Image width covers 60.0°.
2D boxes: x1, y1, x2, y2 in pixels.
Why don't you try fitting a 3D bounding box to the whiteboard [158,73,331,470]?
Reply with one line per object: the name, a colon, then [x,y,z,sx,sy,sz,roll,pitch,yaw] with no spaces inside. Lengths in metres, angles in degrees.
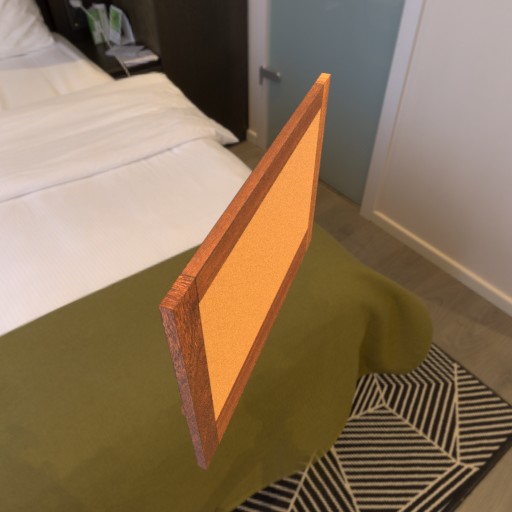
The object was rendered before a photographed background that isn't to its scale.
whiteboard: [0.000,0.000,1.034,0.083,0.559,0.783,16,47,15]
